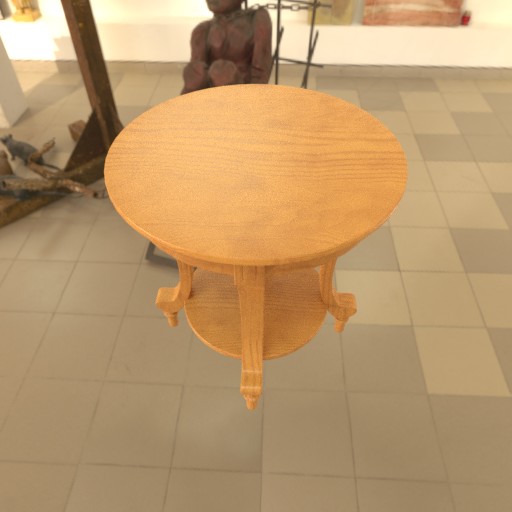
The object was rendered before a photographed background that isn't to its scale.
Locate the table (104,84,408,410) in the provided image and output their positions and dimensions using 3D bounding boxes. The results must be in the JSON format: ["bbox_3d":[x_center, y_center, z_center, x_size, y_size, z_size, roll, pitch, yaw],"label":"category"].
[{"bbox_3d":[0.000,0.000,1.114,0.597,0.612,0.597,0,46,0],"label":"table"}]
